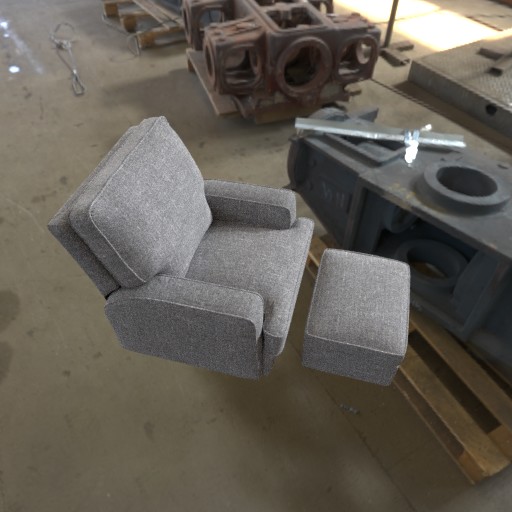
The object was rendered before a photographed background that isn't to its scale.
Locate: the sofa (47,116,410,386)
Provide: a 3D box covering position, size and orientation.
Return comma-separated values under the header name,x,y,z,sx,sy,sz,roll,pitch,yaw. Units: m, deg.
name,x,y,z,sx,sy,sz,roll,pitch,yaw
sofa,0.000,0.000,2.076,1.472,0.959,0.861,11,48,10
